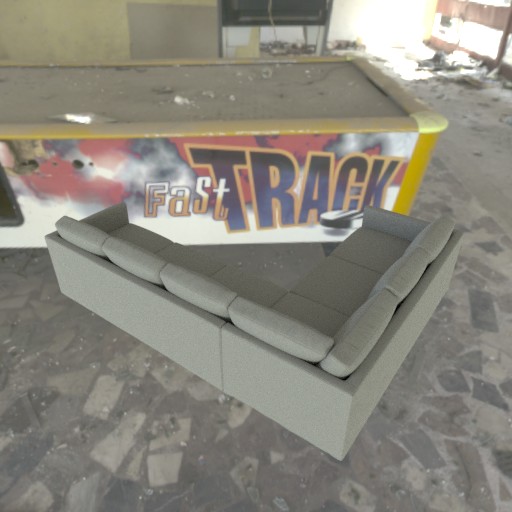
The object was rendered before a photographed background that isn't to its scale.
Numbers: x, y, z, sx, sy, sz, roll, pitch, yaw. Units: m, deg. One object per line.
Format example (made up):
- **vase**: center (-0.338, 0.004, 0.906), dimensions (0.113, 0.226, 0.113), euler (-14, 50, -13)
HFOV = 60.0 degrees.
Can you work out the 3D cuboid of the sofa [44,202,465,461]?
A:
- **sofa**: center (0.000, 0.000, 4.327), dimensions (3.182, 0.871, 2.432), euler (22, 39, 30)
